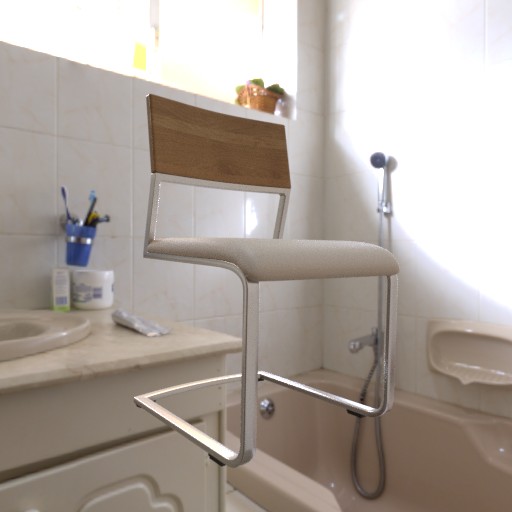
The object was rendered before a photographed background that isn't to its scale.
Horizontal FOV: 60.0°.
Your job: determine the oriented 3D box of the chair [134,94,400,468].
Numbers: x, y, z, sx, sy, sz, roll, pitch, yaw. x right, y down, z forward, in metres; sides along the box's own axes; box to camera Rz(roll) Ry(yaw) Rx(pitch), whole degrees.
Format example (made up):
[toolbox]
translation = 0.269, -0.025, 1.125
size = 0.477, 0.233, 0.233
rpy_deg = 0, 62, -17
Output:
[chair]
translation = 0.000, 0.000, 1.170
size = 0.467, 0.844, 0.585
rpy_deg = 0, 0, -38
